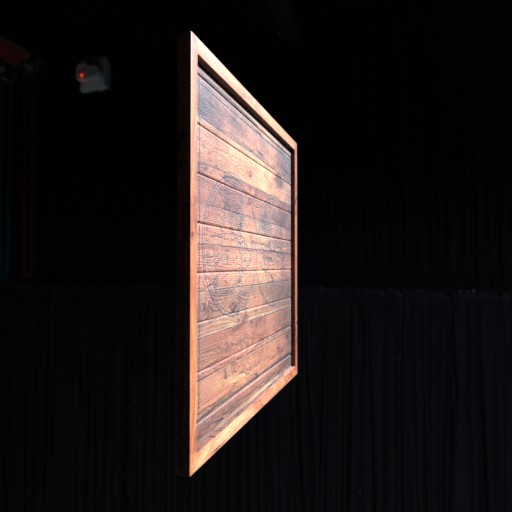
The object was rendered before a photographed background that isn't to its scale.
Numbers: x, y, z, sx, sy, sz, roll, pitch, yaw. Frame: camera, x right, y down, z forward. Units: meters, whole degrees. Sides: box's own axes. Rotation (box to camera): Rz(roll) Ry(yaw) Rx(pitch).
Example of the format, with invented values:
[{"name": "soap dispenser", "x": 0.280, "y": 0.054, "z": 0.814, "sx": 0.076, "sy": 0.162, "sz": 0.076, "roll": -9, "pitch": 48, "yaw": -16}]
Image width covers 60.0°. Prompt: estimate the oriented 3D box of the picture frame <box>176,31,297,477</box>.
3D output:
[{"name": "picture frame", "x": 0.000, "y": 0.000, "z": 1.196, "sx": 0.029, "sy": 0.817, "sz": 0.810, "roll": 0, "pitch": -1, "yaw": 19}]
